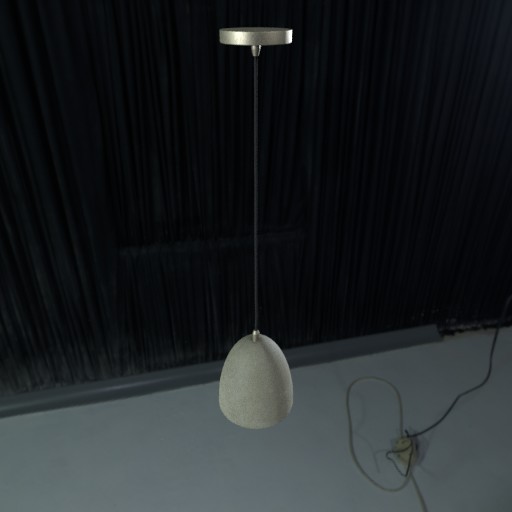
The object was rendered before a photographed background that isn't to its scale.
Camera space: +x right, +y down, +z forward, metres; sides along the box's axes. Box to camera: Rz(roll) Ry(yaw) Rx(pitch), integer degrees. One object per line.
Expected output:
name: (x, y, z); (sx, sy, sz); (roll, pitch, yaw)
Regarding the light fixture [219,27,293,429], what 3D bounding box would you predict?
light fixture: (0.000, 0.000, 0.833); (0.170, 0.759, 0.170); (-8, 31, -14)
